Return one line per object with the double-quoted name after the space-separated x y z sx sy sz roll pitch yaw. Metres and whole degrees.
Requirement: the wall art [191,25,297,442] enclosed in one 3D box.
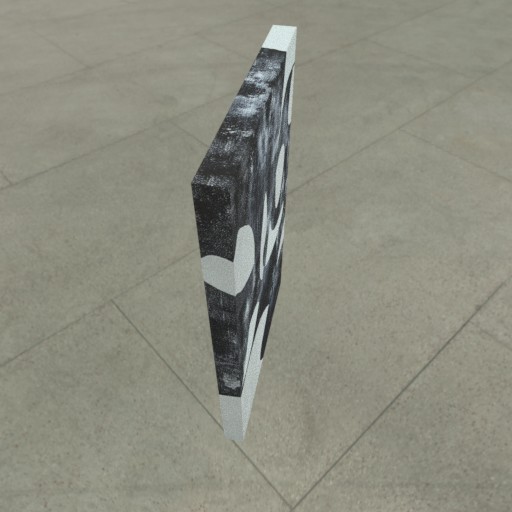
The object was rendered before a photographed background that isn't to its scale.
0.000 0.000 0.766 0.039 0.610 0.407 9 47 8 "wall art"
